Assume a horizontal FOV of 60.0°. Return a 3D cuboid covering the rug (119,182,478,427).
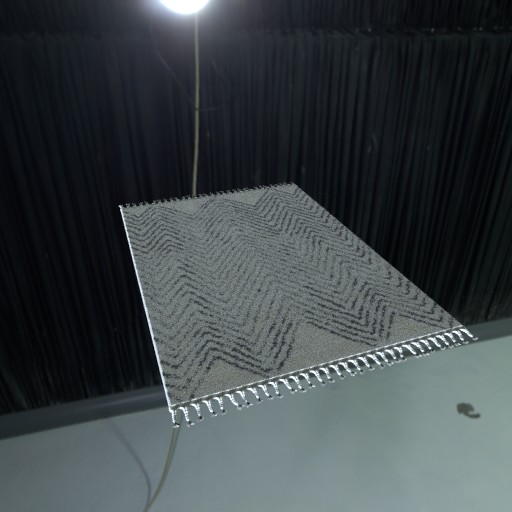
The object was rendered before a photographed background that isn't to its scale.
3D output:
[{"bbox_3d":[0.000,0.000,2.321,1.230,0.014,1.847,-11,32,-17],"label":"rug"}]
